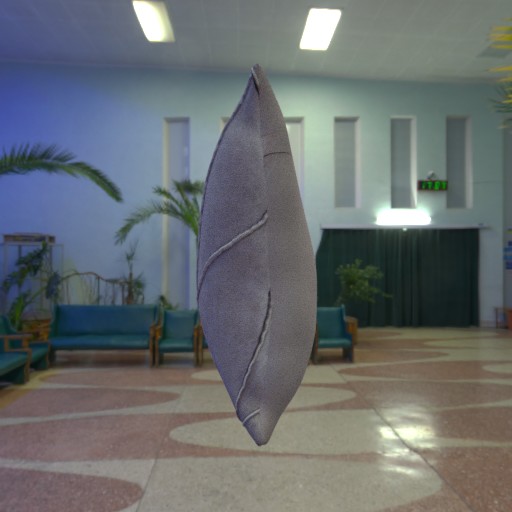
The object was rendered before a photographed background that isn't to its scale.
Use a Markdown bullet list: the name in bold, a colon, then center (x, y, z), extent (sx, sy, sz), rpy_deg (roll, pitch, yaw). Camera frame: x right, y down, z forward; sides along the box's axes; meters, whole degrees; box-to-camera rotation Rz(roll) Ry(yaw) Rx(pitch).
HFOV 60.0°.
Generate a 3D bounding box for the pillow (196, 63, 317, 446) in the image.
- **pillow**: center (0.000, 0.000, 0.707), extent (0.185, 0.440, 0.439), rpy_deg (0, -1, 1)
